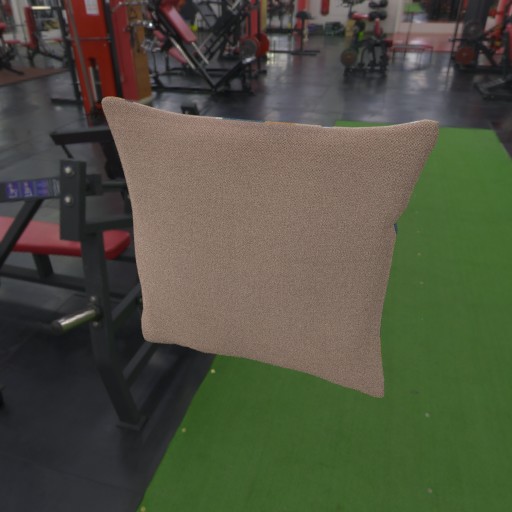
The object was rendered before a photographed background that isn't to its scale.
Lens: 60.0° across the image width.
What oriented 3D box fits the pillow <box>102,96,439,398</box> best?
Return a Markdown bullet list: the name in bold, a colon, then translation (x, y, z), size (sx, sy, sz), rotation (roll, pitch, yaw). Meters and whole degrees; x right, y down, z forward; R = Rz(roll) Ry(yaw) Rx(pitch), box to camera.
- **pillow**: translation (0.000, 0.000, 0.727), size (0.478, 0.479, 0.158), rotation (10, 32, 16)
